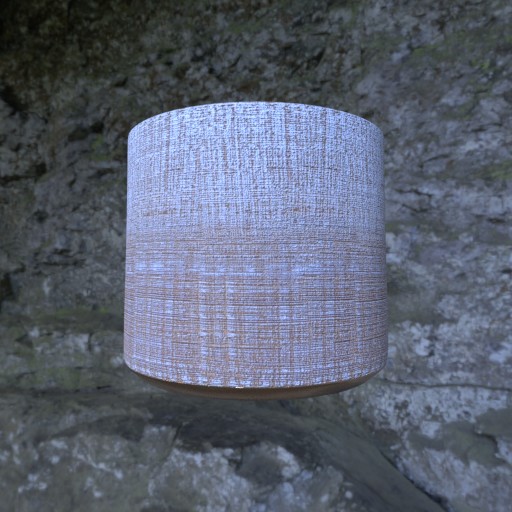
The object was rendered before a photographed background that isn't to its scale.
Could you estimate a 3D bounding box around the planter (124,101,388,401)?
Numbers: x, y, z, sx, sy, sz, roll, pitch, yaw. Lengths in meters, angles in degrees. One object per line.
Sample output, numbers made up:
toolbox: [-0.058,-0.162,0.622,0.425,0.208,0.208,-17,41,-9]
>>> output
planter: [0.000,0.000,0.191,0.109,0.096,0.109,0,-1,0]
